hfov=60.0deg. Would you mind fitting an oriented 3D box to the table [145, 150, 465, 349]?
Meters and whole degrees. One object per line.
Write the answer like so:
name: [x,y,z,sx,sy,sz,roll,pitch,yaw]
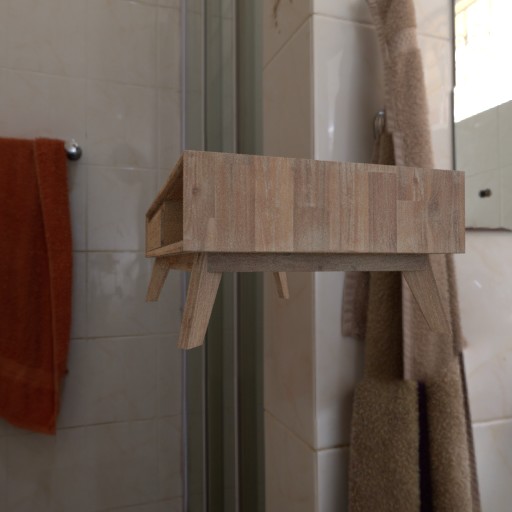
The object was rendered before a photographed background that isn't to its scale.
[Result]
table: [0.000,0.000,2.064,0.918,0.531,1.619,0,-1,-17]
